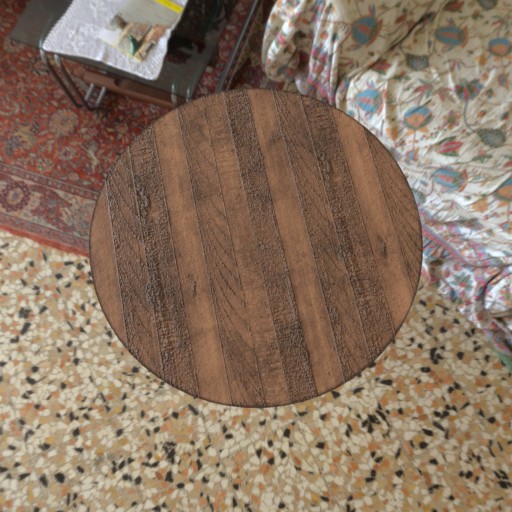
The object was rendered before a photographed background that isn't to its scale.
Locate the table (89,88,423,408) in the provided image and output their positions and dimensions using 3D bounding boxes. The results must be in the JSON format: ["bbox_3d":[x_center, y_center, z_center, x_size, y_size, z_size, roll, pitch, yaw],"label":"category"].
[{"bbox_3d":[0.000,0.000,1.338,0.837,0.462,0.837,0,75,0],"label":"table"}]
